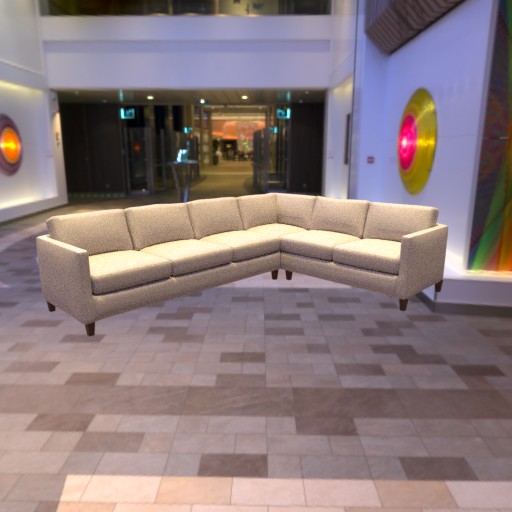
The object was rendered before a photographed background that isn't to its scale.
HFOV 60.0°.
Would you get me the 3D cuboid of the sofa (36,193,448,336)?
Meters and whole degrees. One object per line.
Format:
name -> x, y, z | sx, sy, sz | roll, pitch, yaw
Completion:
sofa -> 0.000, 0.000, 4.416 | 2.522, 0.934, 3.333 | 13, 19, 43
